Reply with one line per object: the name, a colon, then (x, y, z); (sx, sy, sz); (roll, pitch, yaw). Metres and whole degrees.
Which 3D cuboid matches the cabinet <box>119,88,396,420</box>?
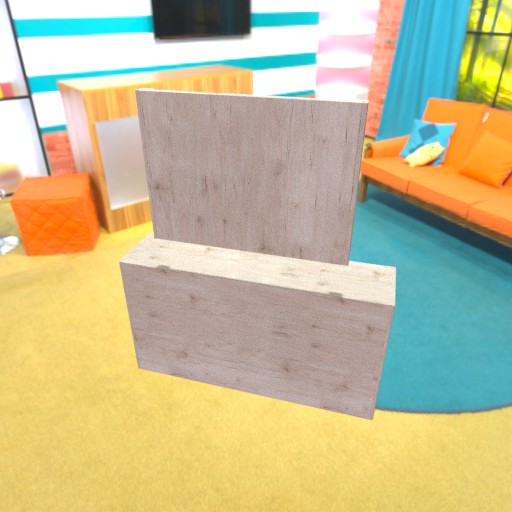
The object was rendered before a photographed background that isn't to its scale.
cabinet: (0.000, 0.000, 2.764); (1.700, 1.981, 0.420); (8, 31, 14)
